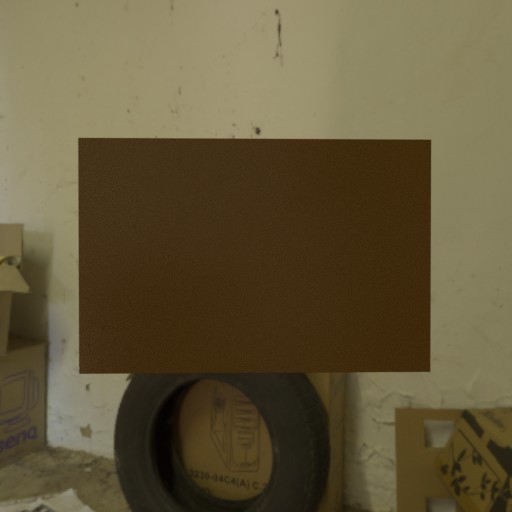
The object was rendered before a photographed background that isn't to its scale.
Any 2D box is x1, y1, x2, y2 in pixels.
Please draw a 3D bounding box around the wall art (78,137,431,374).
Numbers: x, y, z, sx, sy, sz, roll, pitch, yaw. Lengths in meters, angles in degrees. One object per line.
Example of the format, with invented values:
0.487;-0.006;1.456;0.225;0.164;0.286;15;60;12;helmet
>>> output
0.000;0.000;1.460;1.145;0.762;0.041;0;1;-1;wall art
